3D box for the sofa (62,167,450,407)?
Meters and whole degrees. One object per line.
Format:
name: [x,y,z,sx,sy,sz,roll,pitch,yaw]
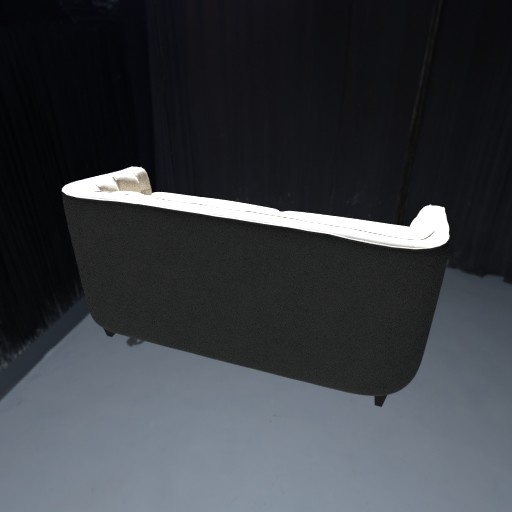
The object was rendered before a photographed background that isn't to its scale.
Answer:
sofa: [0.000,0.000,2.263,1.731,0.878,0.940,10,32,16]
